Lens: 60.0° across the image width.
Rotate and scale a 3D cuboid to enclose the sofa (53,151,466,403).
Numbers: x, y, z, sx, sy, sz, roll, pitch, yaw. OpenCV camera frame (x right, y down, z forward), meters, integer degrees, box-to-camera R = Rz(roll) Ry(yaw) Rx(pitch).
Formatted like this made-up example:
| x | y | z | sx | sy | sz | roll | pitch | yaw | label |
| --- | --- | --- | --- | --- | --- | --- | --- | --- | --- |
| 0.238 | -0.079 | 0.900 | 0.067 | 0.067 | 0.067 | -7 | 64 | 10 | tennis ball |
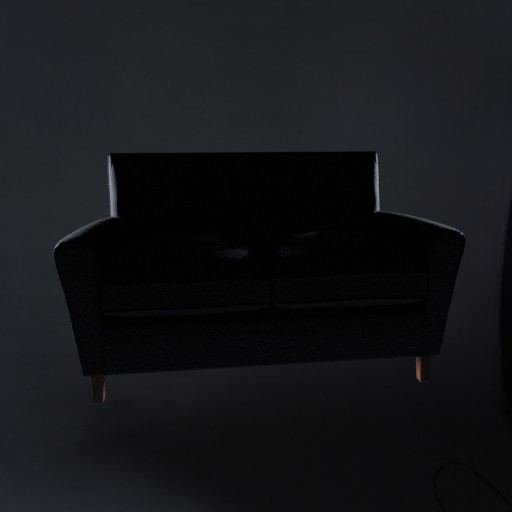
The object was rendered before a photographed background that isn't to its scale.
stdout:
| x | y | z | sx | sy | sz | roll | pitch | yaw | label |
| --- | --- | --- | --- | --- | --- | --- | --- | --- | --- |
| 0.000 | 0.000 | 1.952 | 1.420 | 0.846 | 0.875 | -2 | 17 | -6 | sofa |
